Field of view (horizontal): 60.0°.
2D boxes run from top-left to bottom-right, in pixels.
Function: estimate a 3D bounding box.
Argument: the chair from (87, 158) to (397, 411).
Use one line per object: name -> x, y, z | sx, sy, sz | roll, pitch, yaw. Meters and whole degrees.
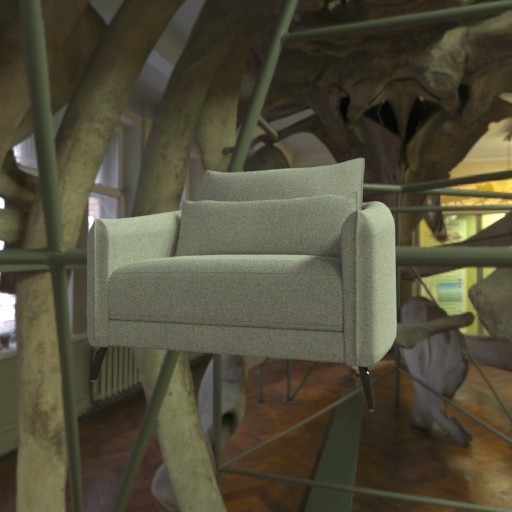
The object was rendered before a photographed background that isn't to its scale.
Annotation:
chair -> 0.000, 0.000, 1.704 | 1.029, 0.856, 0.801 | 0, 0, 18
